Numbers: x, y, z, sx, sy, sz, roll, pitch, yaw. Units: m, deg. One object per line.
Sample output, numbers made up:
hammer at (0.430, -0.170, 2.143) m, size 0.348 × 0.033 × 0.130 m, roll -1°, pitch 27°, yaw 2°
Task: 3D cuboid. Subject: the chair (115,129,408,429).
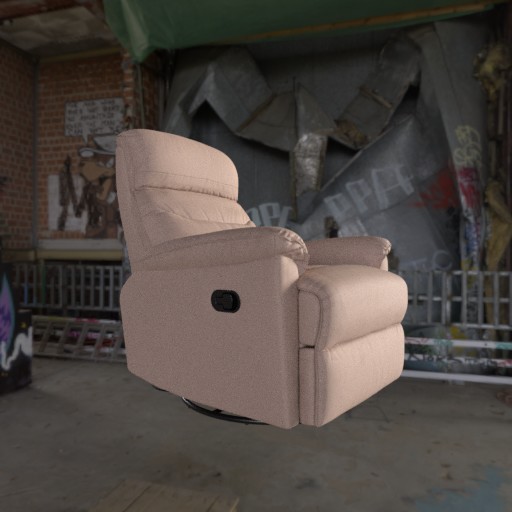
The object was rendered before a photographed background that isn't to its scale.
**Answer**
chair at (0.000, 0.000, 1.704) m, size 1.004 × 1.037 × 0.820 m, roll 0°, pitch 0°, yaw 37°
